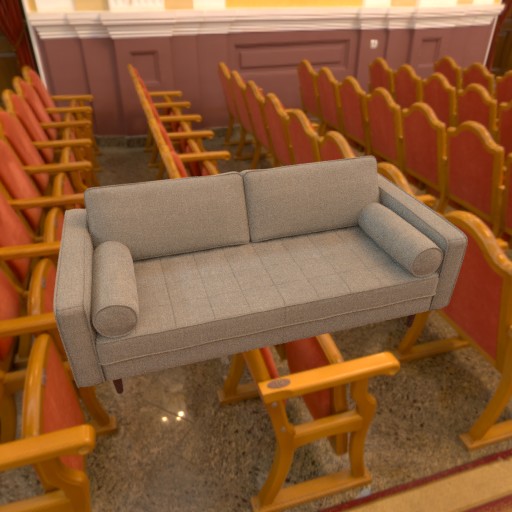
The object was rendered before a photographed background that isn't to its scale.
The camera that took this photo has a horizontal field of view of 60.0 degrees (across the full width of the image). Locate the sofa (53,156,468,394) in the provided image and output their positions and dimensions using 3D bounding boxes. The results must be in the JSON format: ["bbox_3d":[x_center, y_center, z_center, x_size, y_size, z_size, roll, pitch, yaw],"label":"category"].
[{"bbox_3d":[0.000,0.000,2.324,1.879,0.762,0.914,-9,34,-14],"label":"sofa"}]
